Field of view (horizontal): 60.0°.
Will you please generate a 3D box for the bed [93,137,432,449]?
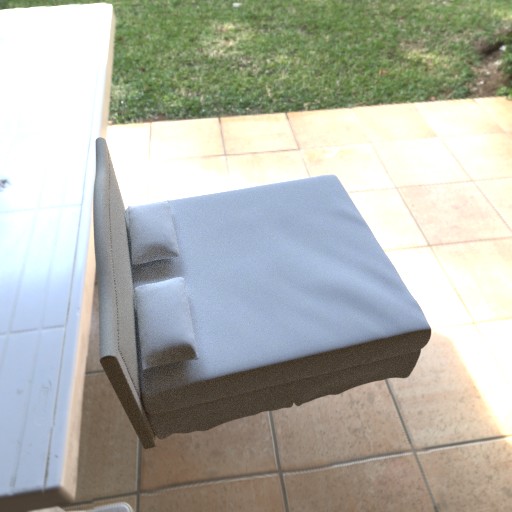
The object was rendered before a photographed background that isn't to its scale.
[{"bbox_3d":[0.000,0.000,3.534,2.182,1.421,2.083,-11,48,-10],"label":"bed"}]
